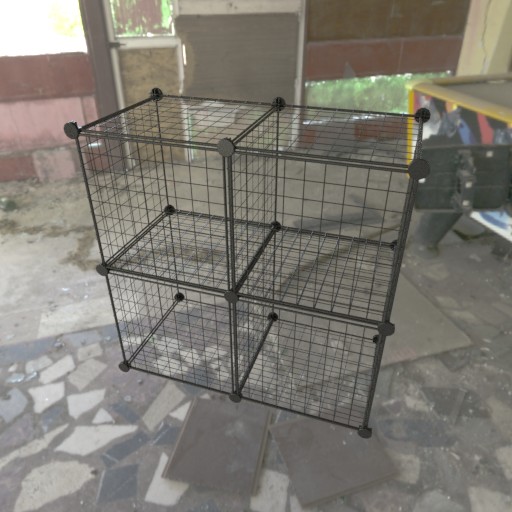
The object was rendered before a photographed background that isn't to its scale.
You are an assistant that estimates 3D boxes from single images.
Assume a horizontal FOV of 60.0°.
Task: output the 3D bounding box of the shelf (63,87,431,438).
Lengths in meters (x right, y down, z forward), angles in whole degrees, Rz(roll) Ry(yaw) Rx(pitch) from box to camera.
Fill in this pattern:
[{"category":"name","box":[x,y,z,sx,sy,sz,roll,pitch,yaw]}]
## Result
[{"category":"shelf","box":[0.000,0.000,1.135,0.711,0.711,0.356,10,34,16]}]
